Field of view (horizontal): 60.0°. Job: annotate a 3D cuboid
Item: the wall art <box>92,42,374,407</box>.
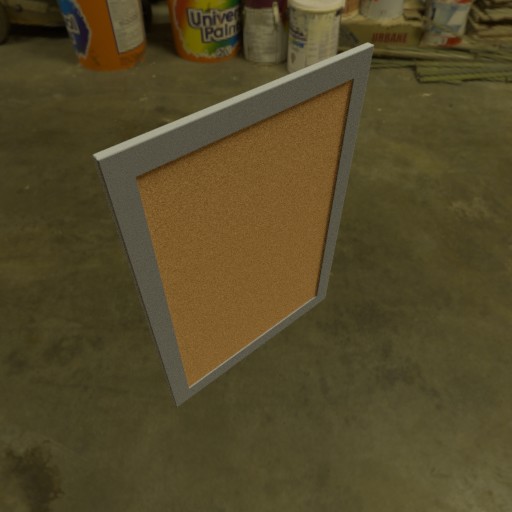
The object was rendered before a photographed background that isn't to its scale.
[{"bbox_3d":[0.000,0.000,0.671,0.374,0.529,0.012,-32,55,-25],"label":"wall art"}]
